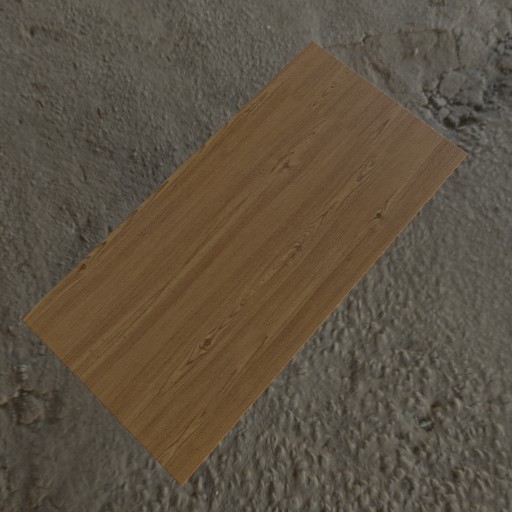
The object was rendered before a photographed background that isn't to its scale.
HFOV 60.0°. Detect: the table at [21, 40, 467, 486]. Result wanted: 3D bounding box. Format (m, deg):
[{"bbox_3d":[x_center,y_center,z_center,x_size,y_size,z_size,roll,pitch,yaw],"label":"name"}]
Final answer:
[{"bbox_3d":[0.000,0.000,2.222,0.901,0.750,1.797,41,78,10],"label":"table"}]
